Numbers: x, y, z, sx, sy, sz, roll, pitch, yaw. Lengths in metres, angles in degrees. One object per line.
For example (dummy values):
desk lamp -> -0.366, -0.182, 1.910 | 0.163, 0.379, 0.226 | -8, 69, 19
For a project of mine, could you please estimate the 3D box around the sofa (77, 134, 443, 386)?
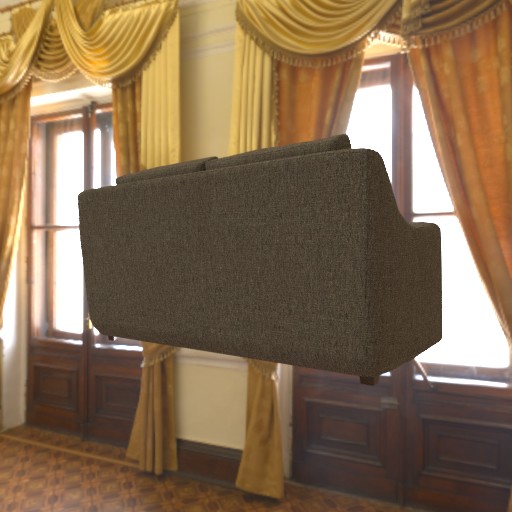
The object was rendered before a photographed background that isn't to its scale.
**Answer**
sofa -> 0.000, 0.000, 2.443 | 1.778, 0.991, 1.120 | 0, -1, 36
